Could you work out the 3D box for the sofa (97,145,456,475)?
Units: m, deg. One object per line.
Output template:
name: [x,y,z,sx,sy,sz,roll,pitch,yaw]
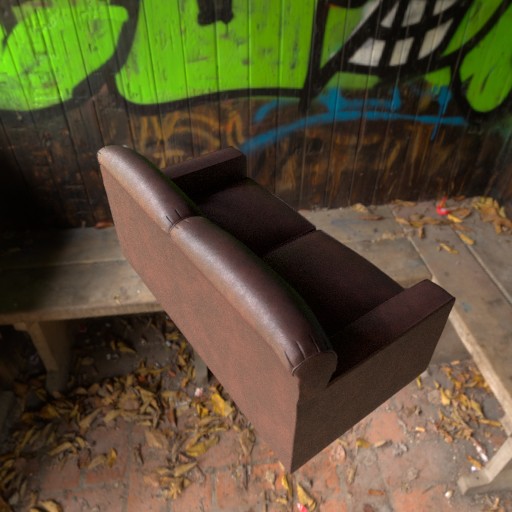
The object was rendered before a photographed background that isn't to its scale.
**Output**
sofa: [0.000,0.000,2.462,1.000,0.966,1.856,-25,46,-26]
